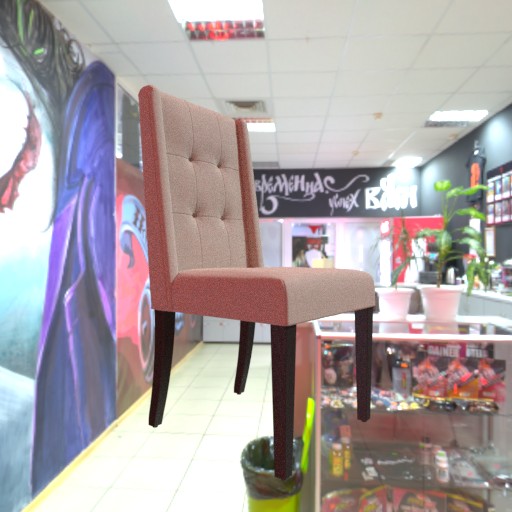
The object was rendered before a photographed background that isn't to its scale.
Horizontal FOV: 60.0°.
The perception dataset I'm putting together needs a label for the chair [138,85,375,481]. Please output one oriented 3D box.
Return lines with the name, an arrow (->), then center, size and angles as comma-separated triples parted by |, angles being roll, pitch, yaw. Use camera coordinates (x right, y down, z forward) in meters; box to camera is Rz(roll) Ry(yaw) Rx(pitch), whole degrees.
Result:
chair -> 0.000, 0.000, 1.265 | 0.523, 0.961, 0.474 | 0, 0, 37
